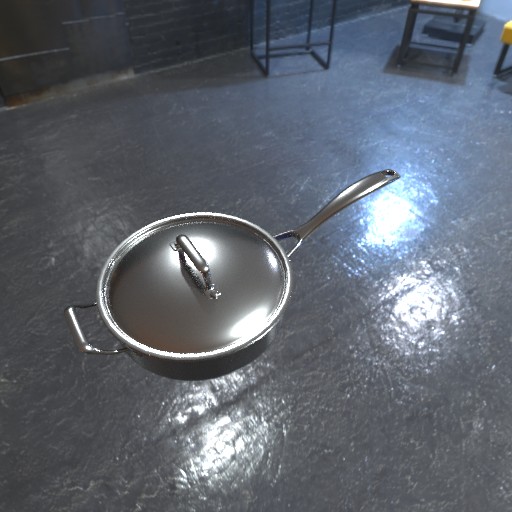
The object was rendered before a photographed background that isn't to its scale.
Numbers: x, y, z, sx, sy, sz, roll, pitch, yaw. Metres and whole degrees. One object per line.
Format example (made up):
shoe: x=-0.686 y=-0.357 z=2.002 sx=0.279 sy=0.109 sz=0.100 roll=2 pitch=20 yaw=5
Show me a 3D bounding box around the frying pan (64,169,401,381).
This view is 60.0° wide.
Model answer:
frying pan: x=0.000 y=0.000 z=0.600 sx=0.492 sy=0.111 sz=0.245 roll=-24 pitch=50 yaw=-22
